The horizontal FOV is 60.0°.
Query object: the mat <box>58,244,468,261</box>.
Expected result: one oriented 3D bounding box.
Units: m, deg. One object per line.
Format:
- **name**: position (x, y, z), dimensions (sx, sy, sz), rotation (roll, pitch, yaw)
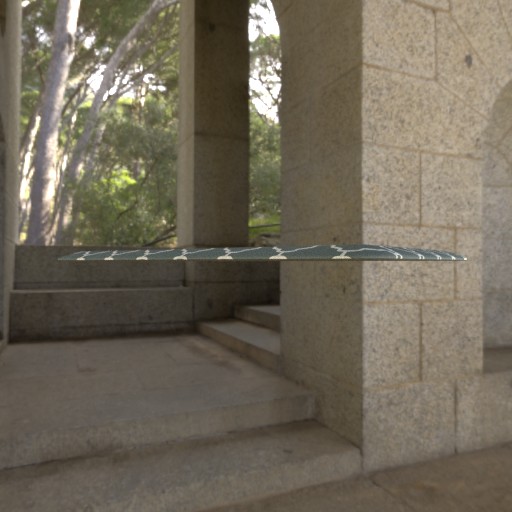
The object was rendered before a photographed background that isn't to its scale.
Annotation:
- **mat**: position (0.000, 0.000, 0.964), dimensions (0.762, 0.021, 0.508), rotation (-1, -1, 37)
